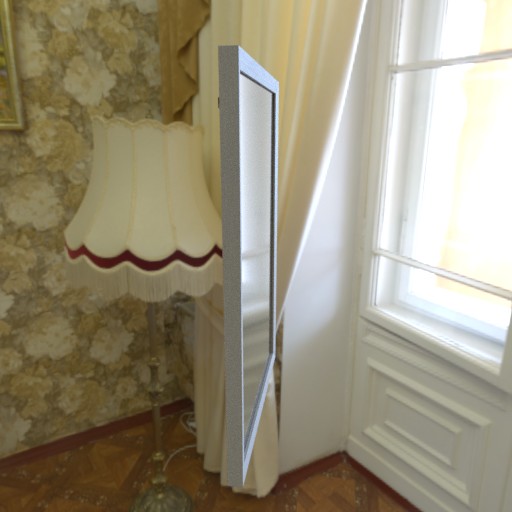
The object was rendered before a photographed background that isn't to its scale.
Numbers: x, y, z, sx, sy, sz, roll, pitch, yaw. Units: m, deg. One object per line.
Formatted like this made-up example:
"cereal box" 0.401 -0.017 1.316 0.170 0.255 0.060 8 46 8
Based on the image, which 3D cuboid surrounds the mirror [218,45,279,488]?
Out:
"mirror" 0.000 0.000 1.167 0.040 0.915 0.609 3 16 9
